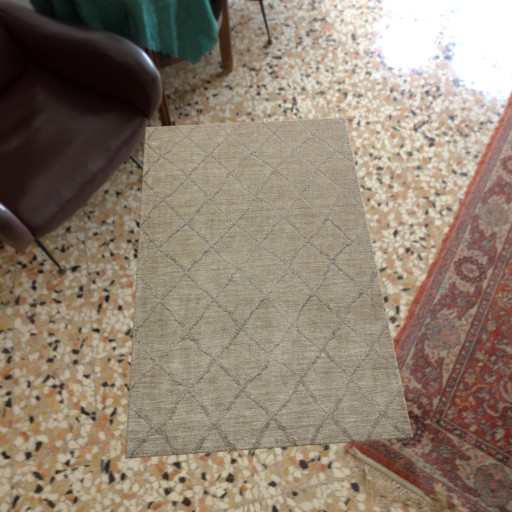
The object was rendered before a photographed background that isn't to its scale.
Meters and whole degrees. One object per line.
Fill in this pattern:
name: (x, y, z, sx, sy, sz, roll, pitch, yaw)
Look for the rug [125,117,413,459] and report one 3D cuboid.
rug: (0.000, 0.000, 2.854, 1.521, 0.015, 2.280, -3, 63, -2)
